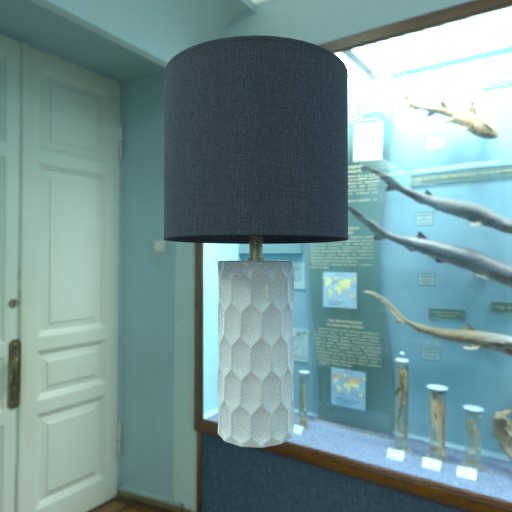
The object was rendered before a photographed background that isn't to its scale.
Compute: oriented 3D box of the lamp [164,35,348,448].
[{"bbox_3d":[0.000,0.000,0.677,0.277,0.537,0.277,-1,-1,36],"label":"lamp"}]
